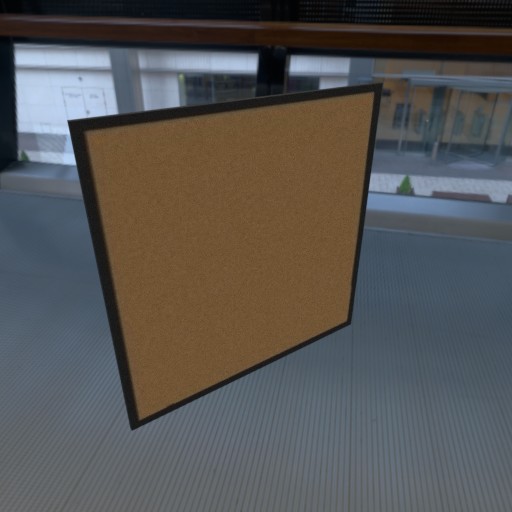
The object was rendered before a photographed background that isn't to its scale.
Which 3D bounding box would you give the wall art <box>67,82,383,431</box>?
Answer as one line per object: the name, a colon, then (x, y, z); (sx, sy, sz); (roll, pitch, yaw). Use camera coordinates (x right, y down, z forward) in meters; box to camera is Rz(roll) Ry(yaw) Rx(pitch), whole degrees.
wall art: (0.000, 0.000, 1.207); (0.823, 0.823, 0.013); (-18, 34, -29)
